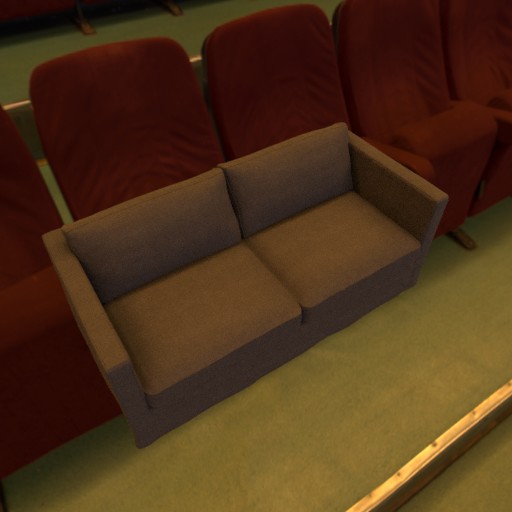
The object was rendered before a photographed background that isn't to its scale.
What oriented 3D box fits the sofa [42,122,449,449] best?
[{"bbox_3d":[0.000,0.000,2.501,1.982,0.855,0.953,-25,51,-23],"label":"sofa"}]
